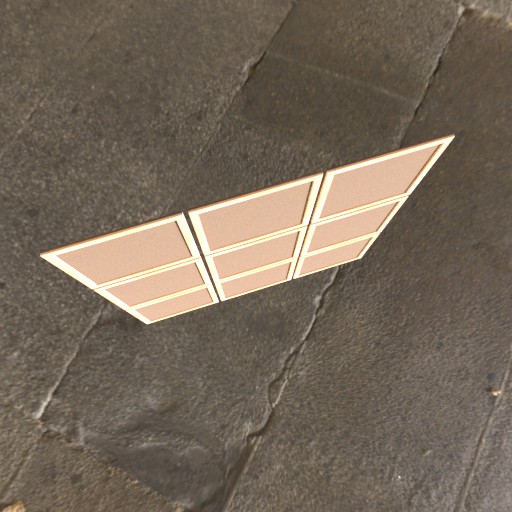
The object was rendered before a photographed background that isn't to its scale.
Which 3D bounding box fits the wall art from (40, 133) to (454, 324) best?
[{"bbox_3d":[0.000,0.000,1.824,1.216,1.218,0.013,-17,74,-5],"label":"wall art"}]
